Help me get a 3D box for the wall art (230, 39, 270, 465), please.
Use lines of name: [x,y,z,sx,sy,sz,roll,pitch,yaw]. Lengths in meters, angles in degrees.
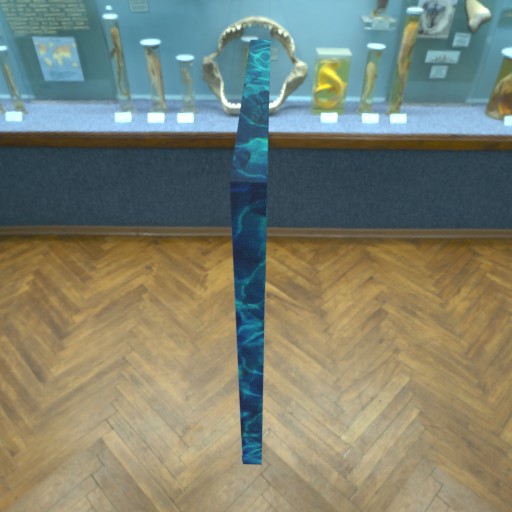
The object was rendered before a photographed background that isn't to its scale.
wall art: [0.000,0.000,0.848,0.038,0.635,0.508,1,41,1]
